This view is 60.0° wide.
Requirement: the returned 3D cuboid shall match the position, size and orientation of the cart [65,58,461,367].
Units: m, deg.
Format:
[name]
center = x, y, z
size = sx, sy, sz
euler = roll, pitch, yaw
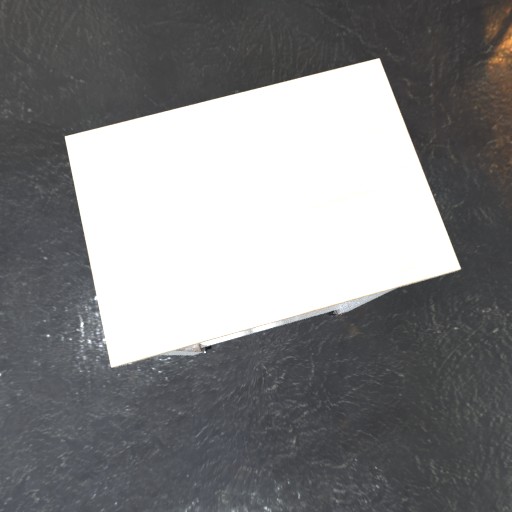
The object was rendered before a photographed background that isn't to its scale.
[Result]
[cart]
center = 0.000, 0.000, 1.162
size = 0.578, 0.857, 0.406
euler = -15, 78, -3
